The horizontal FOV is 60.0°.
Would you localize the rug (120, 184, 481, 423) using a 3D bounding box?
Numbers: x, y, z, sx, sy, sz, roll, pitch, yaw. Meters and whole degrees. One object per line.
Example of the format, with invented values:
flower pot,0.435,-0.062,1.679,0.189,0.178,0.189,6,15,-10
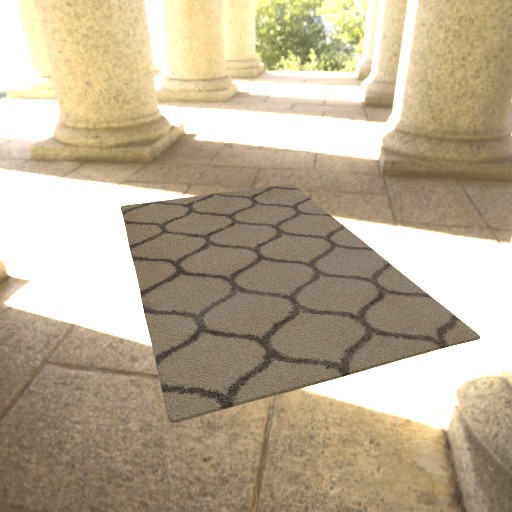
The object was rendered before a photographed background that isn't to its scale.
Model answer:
rug,0.000,0.000,3.389,1.801,0.026,2.701,-10,31,-17
